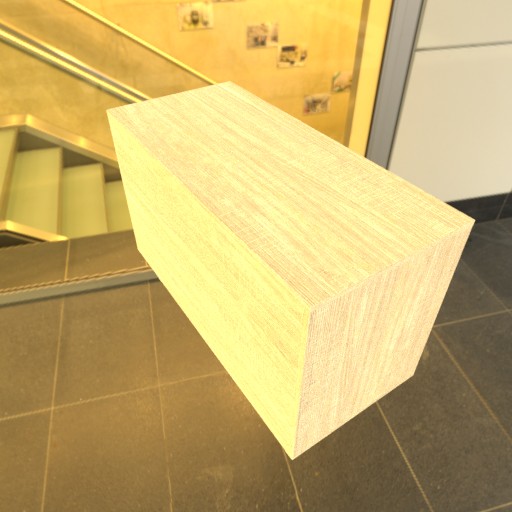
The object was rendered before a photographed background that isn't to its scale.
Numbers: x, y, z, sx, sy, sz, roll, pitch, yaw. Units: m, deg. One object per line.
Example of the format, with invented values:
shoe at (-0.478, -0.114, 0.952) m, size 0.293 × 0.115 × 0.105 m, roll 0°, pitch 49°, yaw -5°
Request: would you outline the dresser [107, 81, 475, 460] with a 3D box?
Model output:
dresser at (0.000, 0.000, 1.543) m, size 0.500 × 0.780 × 1.110 m, roll -24°, pitch 46°, yaw -25°
